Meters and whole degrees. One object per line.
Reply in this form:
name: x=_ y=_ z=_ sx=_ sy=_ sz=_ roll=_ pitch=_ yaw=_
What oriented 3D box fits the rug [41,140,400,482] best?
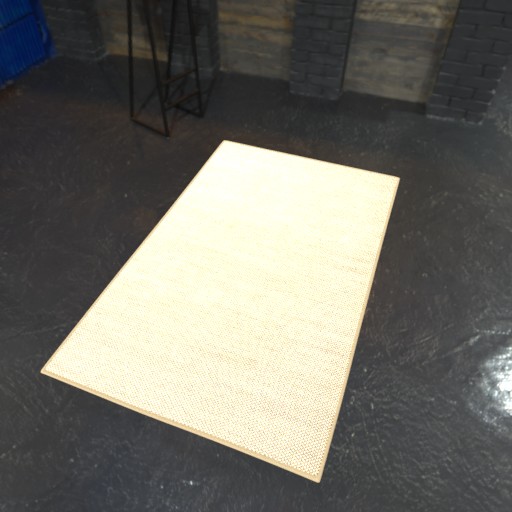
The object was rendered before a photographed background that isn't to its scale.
rug: x=0.000 y=0.000 z=2.029 sx=1.062 sy=0.013 sz=1.667 roll=16 pitch=48 yaw=14
